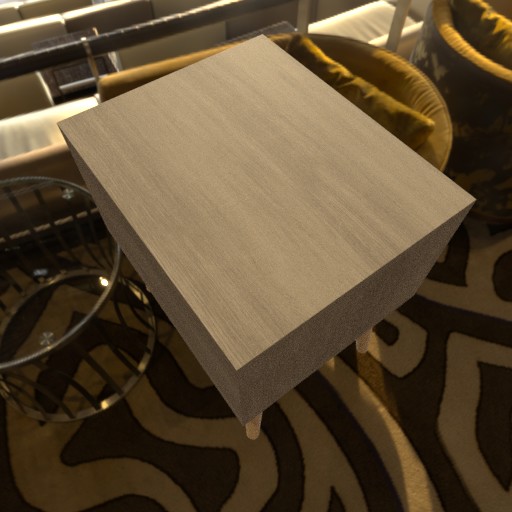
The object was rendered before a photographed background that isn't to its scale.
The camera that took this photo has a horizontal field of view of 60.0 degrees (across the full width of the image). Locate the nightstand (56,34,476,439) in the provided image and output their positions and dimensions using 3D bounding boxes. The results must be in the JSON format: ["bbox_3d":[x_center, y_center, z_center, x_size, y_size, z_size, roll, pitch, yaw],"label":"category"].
[{"bbox_3d":[0.000,0.000,0.811,0.380,0.500,0.450,-32,63,-19],"label":"nightstand"}]
